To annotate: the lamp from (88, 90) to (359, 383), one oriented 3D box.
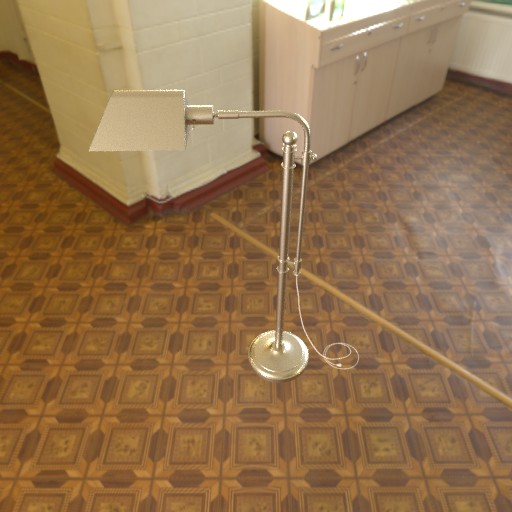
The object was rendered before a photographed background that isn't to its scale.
[{"bbox_3d":[0.000,0.000,0.947,0.546,0.708,0.159,0,41,0],"label":"lamp"}]
